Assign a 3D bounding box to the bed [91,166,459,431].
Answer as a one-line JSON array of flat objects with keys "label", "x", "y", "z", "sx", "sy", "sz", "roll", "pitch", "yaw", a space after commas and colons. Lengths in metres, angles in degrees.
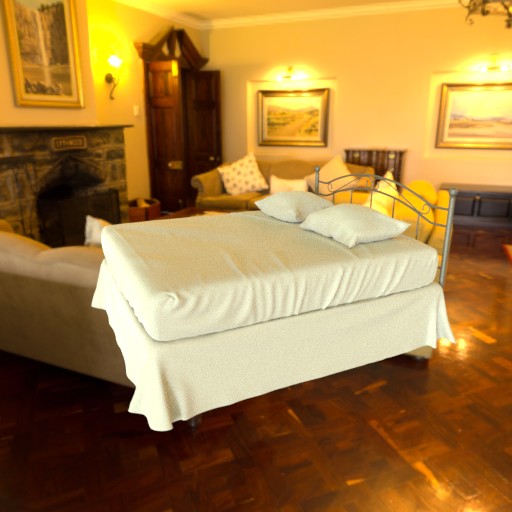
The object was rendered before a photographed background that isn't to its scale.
[{"label": "bed", "x": 0.000, "y": 0.000, "z": 3.275, "sx": 2.215, "sy": 1.080, "sz": 1.936, "roll": -8, "pitch": 19, "yaw": -25}]
